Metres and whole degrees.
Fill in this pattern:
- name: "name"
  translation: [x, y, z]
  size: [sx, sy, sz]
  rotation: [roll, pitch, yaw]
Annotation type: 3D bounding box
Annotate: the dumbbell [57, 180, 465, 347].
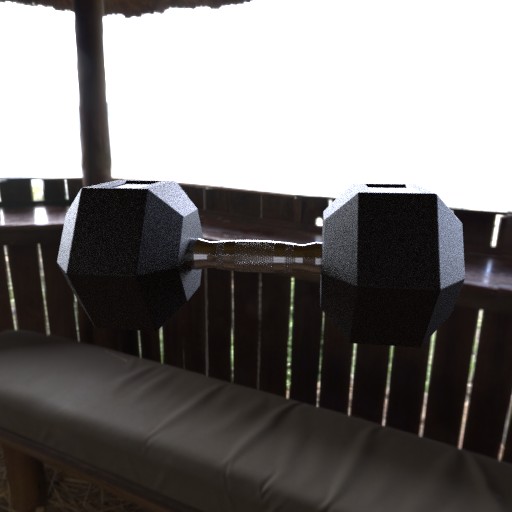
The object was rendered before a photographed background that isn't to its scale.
- name: "dumbbell"
  translation: [0.000, 0.000, 0.434]
  size: [0.361, 0.137, 0.157]
  rotation: [2, 15, 8]
